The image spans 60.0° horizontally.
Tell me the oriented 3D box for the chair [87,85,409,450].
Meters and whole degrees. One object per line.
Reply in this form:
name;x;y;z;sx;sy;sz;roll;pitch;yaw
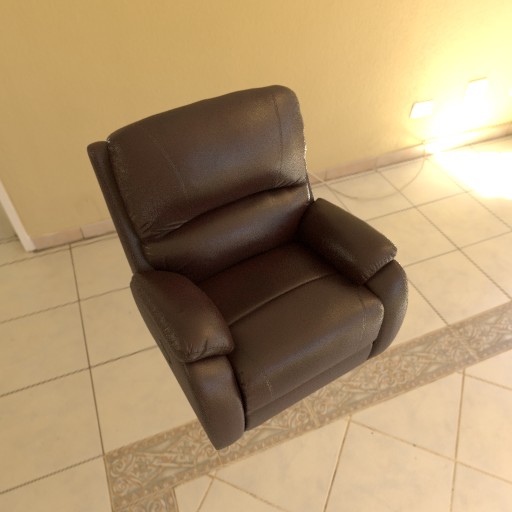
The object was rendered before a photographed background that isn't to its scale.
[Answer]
chair;0.000;0.000;1.729;0.930;1.011;0.899;-24;50;-22
